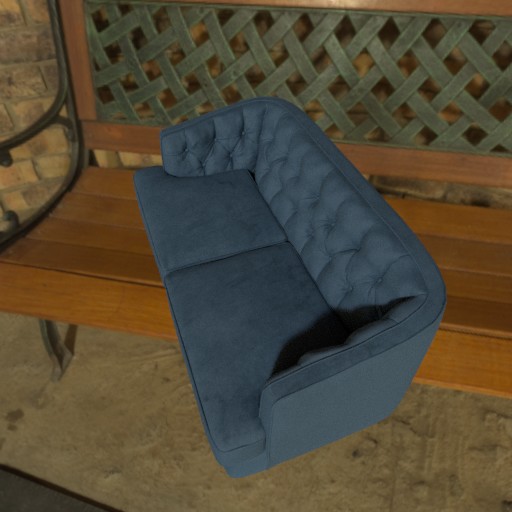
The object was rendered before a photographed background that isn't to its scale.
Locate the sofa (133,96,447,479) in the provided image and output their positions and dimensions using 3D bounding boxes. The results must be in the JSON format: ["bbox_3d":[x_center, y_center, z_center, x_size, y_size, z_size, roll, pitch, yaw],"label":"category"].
[{"bbox_3d":[0.000,0.000,2.164,0.941,0.854,1.733,-15,48,-14],"label":"sofa"}]
